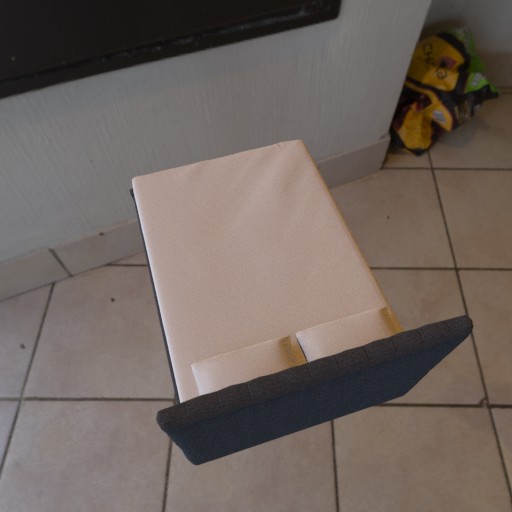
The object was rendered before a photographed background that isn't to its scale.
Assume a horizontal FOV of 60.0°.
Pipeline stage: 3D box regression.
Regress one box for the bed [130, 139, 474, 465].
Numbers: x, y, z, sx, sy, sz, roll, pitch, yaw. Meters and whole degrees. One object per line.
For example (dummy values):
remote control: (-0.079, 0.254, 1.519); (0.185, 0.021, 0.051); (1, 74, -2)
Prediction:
bed: (0.000, 0.000, 3.357); (1.698, 1.427, 2.387); (-15, 60, -9)
